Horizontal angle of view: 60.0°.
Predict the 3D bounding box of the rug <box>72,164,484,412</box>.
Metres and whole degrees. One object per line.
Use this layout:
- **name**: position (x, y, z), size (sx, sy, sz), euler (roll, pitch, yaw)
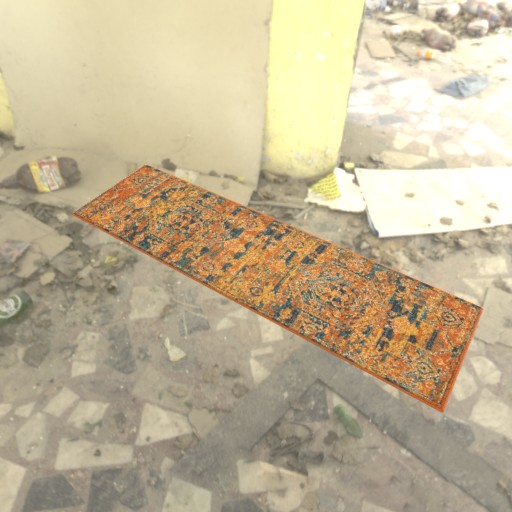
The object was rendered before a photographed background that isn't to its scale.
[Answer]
- **rug**: position (0.000, 0.000, 2.443), size (2.274, 0.016, 0.651), euler (25, 50, 23)
